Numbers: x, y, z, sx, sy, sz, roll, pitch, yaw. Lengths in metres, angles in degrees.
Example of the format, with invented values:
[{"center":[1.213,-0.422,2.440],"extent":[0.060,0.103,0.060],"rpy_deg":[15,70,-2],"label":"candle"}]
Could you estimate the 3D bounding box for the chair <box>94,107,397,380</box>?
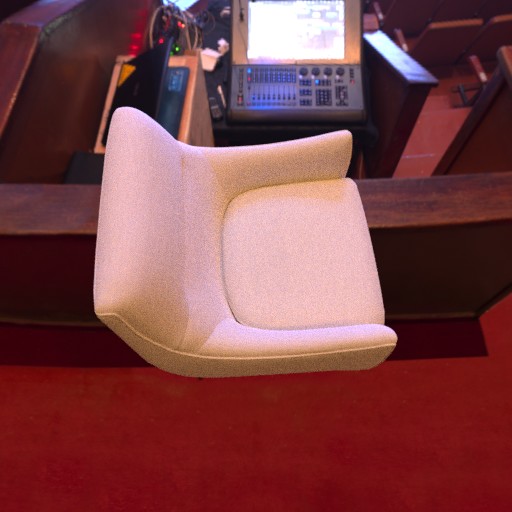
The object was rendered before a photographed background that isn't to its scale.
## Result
[{"center":[0.000,0.000,1.461],"extent":[0.787,0.838,0.762],"rpy_deg":[-4,64,-2],"label":"chair"}]
